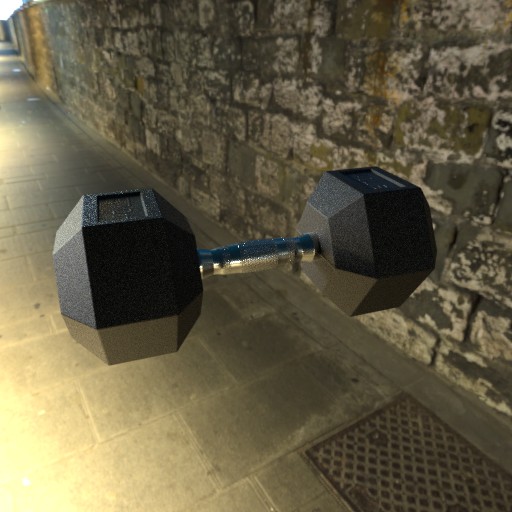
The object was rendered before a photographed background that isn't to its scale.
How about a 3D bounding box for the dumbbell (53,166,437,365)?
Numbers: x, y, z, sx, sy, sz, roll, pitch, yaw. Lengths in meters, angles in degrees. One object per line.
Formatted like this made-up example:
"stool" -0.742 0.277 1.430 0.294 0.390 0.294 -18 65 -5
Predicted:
"dumbbell" 0.000 0.000 0.446 0.361 0.137 0.157 -9 28 -16
